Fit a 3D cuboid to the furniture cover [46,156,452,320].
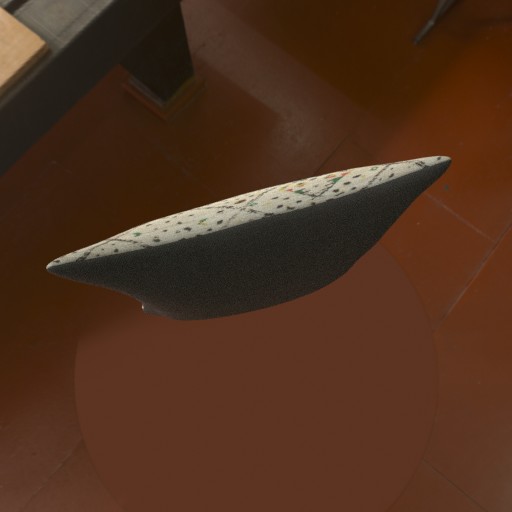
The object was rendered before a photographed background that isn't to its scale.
[{"bbox_3d":[0.000,0.000,0.780,0.525,0.498,0.180,-16,77,-4],"label":"furniture cover"}]
